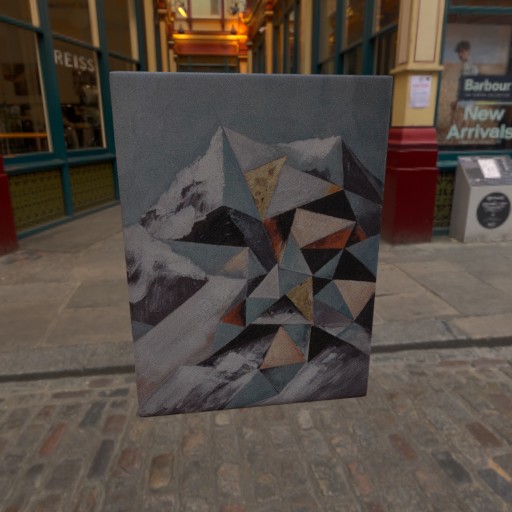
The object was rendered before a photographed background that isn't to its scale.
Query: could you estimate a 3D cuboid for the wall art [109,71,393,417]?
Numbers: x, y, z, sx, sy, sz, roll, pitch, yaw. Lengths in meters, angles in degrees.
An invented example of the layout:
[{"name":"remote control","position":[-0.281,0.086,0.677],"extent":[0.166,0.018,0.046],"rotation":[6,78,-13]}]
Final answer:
[{"name":"wall art","position":[0.000,0.000,0.806],"extent":[0.455,0.613,0.037],"rotation":[-3,17,-8]}]
